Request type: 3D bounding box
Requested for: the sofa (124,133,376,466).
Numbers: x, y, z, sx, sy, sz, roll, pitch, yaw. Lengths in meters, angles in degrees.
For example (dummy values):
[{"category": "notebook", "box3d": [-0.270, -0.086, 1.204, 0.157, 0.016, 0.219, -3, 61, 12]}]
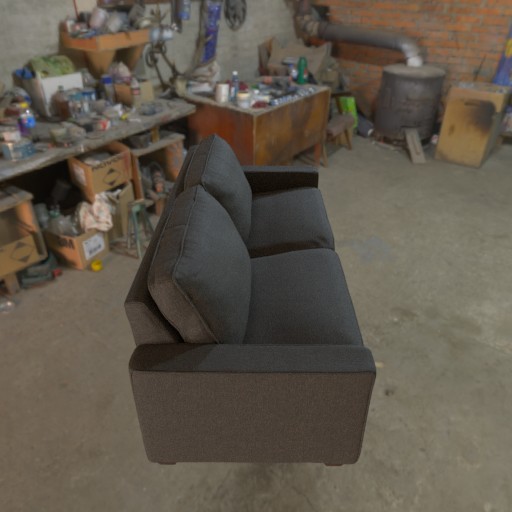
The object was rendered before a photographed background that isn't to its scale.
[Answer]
[{"category": "sofa", "box3d": [0.000, 0.000, 2.522, 0.940, 0.919, 2.080, 0, 32, 0]}]
